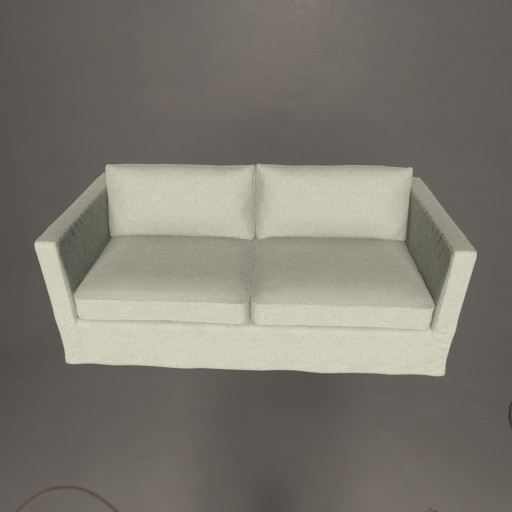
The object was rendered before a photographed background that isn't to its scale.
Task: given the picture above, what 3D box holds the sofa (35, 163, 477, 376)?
[{"bbox_3d":[0.000,0.000,2.474,1.987,0.870,0.940,1,31,2],"label":"sofa"}]
